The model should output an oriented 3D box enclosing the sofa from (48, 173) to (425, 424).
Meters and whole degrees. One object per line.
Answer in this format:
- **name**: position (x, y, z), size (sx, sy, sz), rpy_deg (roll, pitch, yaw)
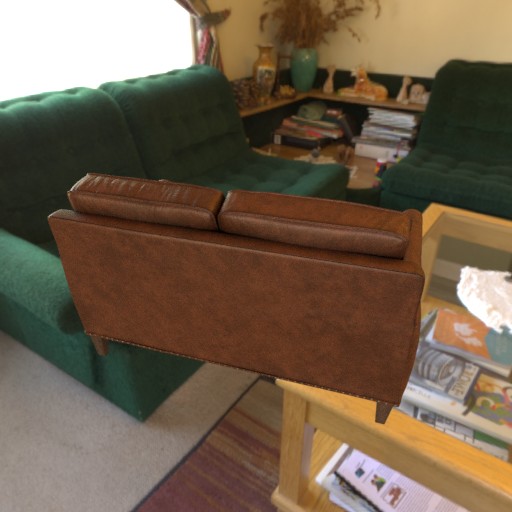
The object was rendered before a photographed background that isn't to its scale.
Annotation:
- **sofa**: position (0.000, 0.000, 2.263), size (1.628, 1.003, 1.083), rpy_deg (9, 32, 15)
